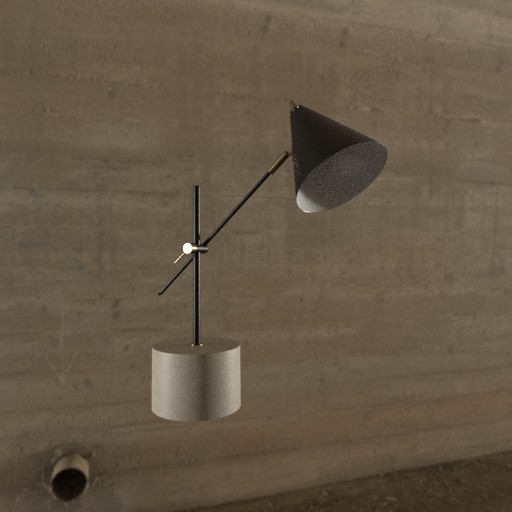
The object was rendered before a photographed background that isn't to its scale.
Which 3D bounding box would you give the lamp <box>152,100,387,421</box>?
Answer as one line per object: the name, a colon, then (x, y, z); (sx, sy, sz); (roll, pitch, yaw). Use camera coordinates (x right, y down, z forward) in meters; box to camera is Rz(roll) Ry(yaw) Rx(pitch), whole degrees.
lamp: (0.000, 0.000, 0.727); (0.403, 0.518, 0.214); (0, 0, 38)
